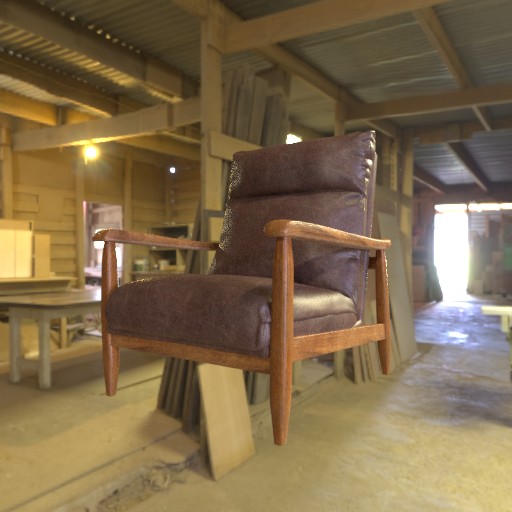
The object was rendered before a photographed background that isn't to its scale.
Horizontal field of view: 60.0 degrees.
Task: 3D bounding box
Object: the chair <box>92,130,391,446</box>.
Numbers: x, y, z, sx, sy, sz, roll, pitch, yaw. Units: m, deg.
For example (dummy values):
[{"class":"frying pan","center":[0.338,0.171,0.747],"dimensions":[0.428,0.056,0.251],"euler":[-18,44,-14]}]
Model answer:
[{"class":"chair","center":[0.000,0.000,1.533],"dimensions":[0.782,0.897,0.830],"euler":[0,0,35]}]
